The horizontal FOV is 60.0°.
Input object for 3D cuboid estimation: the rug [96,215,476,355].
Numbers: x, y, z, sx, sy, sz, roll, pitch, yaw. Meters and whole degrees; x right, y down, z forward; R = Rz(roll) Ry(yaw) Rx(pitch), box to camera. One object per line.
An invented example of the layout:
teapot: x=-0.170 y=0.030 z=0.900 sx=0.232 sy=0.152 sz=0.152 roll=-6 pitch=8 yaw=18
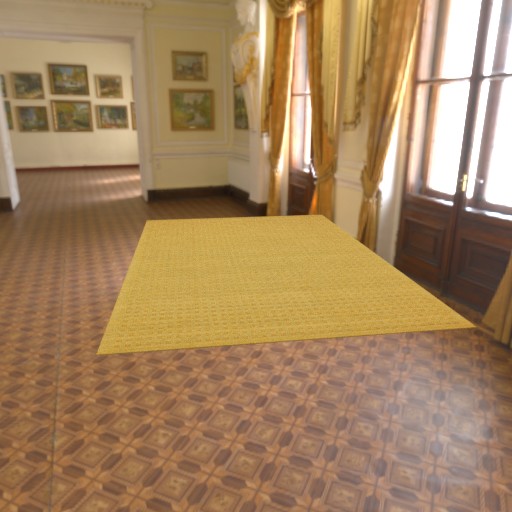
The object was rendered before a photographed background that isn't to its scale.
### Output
rug: x=0.000 y=0.000 z=3.628 sx=1.981 sy=0.006 sz=2.895 roll=-3 pitch=18 yaw=-8
